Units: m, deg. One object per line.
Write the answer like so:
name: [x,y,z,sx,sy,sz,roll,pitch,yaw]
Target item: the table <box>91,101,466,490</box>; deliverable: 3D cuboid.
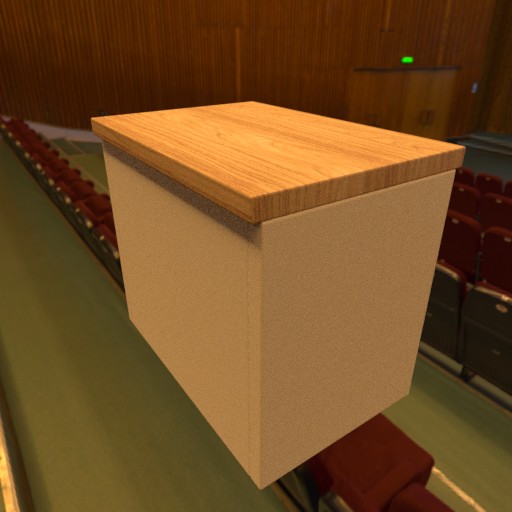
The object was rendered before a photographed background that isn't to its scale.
table: [0.000,0.000,0.787,0.360,0.440,0.500,-18,32,-31]
